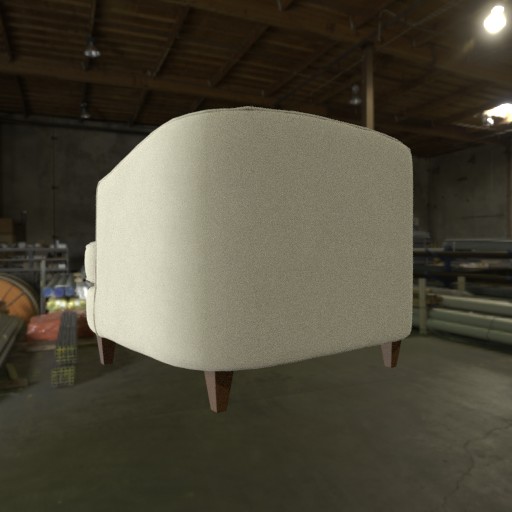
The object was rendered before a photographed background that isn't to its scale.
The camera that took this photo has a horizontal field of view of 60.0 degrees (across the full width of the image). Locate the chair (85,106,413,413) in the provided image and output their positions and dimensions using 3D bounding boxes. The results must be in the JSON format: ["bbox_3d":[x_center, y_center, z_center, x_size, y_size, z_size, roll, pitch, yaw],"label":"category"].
[{"bbox_3d":[0.000,0.000,1.758,1.104,0.852,0.941,-1,1,-37],"label":"chair"}]
